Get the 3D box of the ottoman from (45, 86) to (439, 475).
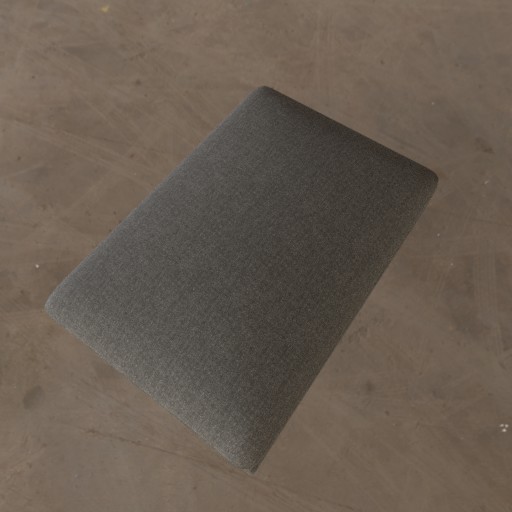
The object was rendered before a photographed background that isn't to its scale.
[{"bbox_3d":[0.000,0.000,1.402,0.711,0.483,1.041,33,68,15],"label":"ottoman"}]
